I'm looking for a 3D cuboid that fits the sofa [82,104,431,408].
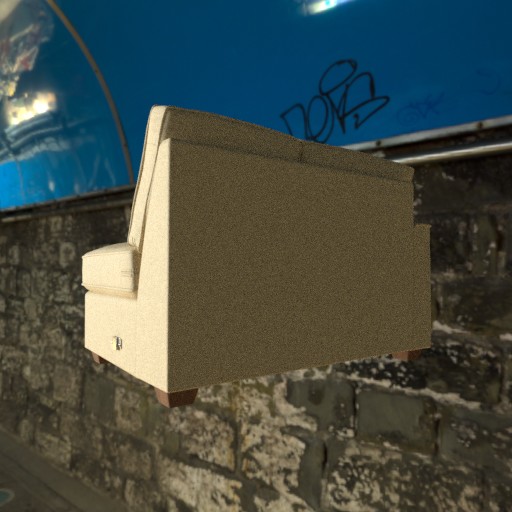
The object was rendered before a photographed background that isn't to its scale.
[{"bbox_3d":[0.000,0.000,2.111,1.388,0.989,0.991,1,-2,-36],"label":"sofa"}]
